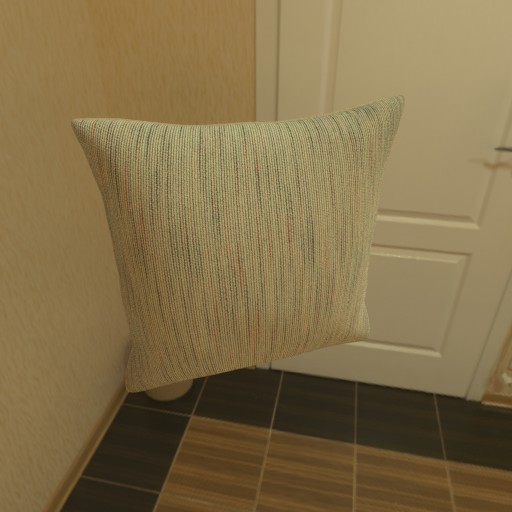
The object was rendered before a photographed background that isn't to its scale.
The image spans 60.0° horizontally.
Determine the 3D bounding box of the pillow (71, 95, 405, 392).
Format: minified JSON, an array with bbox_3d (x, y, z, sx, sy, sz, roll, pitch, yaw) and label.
[{"bbox_3d":[0.000,0.000,0.771,0.512,0.506,0.178,-9,33,-15],"label":"pillow"}]
